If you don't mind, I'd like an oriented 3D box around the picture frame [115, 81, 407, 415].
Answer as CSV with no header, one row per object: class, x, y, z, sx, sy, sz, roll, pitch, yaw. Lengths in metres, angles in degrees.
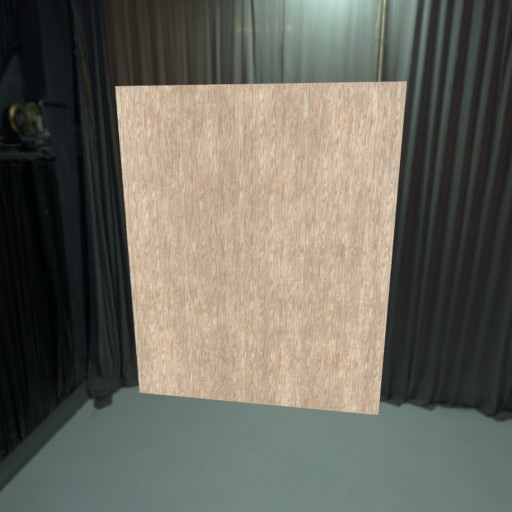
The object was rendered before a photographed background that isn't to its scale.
picture frame,0.000,0.000,0.729,0.424,0.526,0.043,2,16,9
